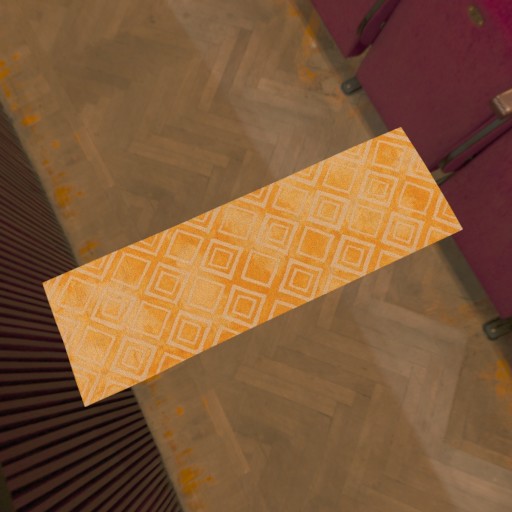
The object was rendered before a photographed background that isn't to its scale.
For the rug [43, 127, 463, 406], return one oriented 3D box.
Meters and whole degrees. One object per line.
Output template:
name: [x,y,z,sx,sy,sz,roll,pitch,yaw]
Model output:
rug: [0.000,0.000,2.660,2.438,0.010,0.775,-24,77,-6]
